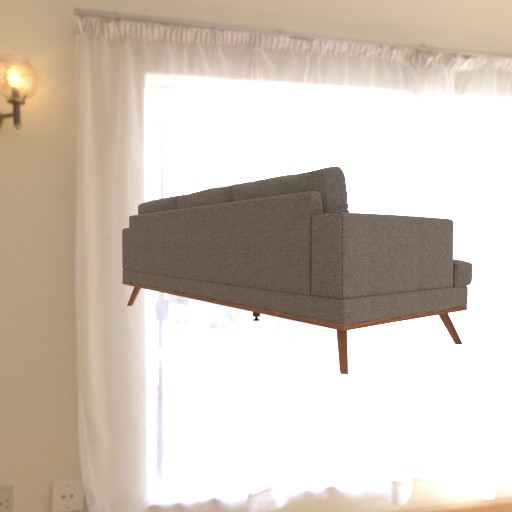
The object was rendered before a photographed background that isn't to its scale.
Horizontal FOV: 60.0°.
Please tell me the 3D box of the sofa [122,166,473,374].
[{"bbox_3d":[0.000,0.000,2.785,0.920,0.810,2.310,-1,2,-36],"label":"sofa"}]
